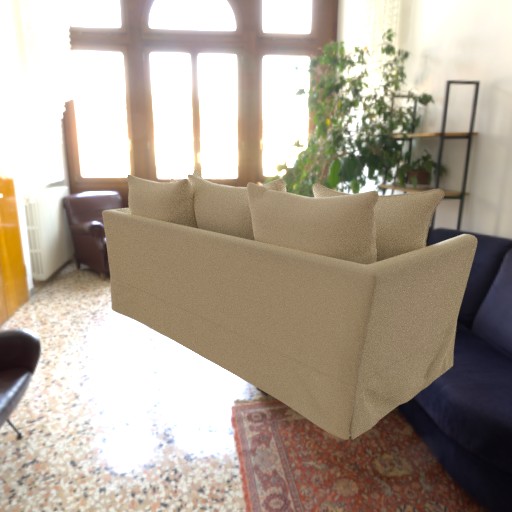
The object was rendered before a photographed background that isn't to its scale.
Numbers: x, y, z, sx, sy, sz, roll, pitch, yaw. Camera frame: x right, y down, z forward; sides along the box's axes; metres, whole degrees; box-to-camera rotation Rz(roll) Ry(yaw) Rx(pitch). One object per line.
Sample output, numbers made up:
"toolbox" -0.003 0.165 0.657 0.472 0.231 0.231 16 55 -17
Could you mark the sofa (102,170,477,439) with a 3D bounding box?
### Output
"sofa" 0.000 0.000 2.800 1.031 1.034 2.290 -12 18 -42
